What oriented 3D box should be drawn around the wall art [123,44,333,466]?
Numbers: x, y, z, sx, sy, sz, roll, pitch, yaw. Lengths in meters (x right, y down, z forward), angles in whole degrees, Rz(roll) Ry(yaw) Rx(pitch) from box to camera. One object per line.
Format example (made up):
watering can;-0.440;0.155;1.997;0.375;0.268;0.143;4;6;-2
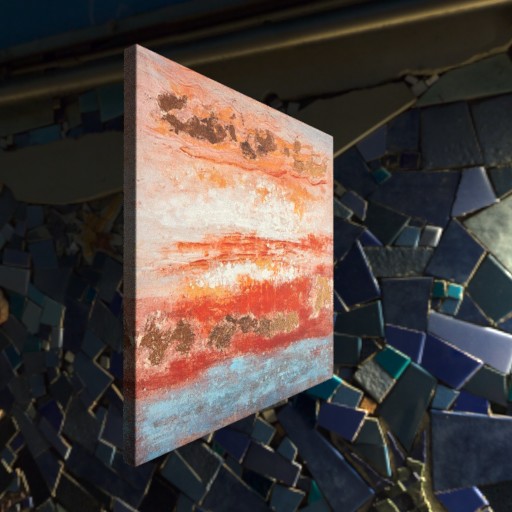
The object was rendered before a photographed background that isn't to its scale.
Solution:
wall art;0.000;0.000;1.086;0.035;0.747;0.747;0;-1;37
